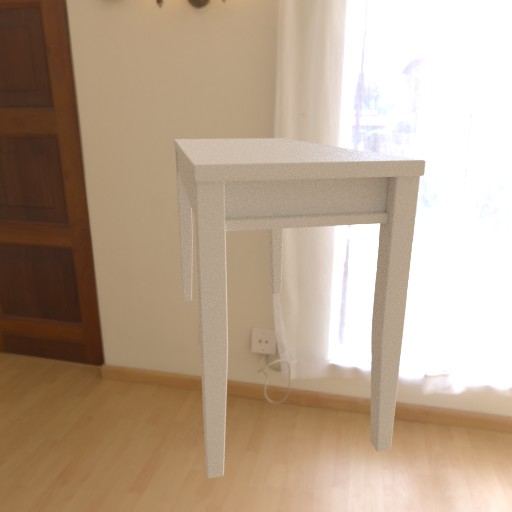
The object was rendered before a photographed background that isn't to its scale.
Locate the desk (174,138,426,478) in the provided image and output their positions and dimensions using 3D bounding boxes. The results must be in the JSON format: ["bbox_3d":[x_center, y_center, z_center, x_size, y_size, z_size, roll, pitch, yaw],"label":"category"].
[{"bbox_3d":[0.000,0.000,1.605,0.508,0.775,1.220,-4,17,-11],"label":"desk"}]
